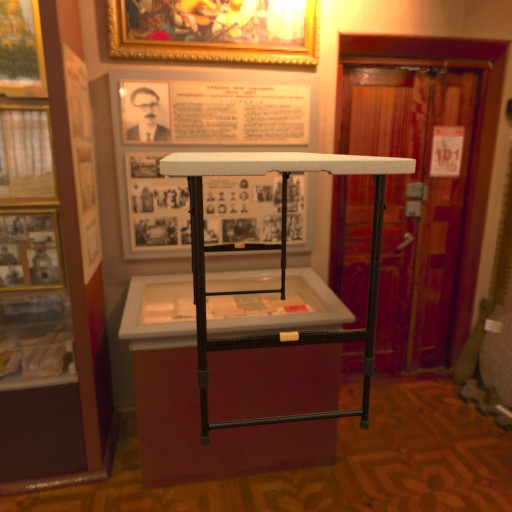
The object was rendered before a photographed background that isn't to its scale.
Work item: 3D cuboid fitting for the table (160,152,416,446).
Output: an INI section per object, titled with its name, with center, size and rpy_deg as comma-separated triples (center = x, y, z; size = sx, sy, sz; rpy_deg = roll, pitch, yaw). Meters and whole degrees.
[table]
center = 0.000, 0.000, 1.653
size = 0.611, 0.737, 1.245
rpy_deg = -2, 14, -9
